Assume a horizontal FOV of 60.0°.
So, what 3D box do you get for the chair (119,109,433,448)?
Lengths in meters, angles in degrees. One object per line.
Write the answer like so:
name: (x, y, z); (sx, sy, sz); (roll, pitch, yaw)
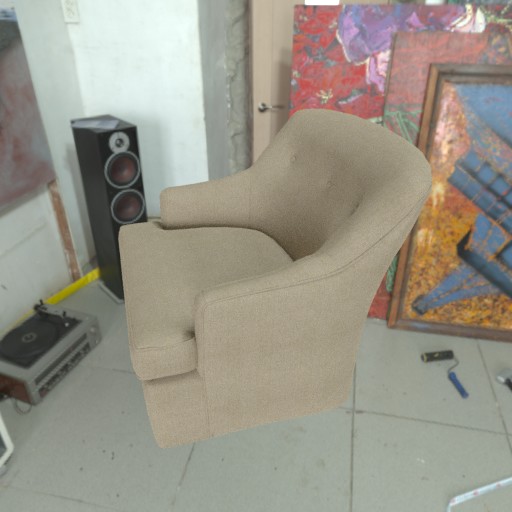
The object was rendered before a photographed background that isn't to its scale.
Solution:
chair: (0.000, 0.000, 1.566); (0.923, 0.856, 0.864); (-9, 32, -15)
